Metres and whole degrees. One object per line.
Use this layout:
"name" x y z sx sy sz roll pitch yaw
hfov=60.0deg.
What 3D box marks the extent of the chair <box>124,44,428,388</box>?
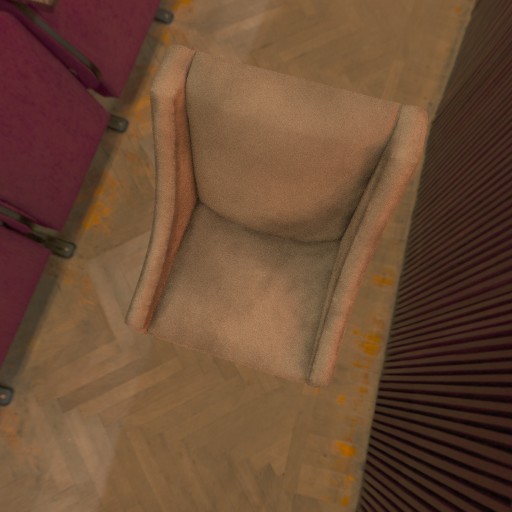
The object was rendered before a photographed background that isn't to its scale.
"chair" 0.000 0.000 1.332 0.629 0.895 0.629 16 75 5
